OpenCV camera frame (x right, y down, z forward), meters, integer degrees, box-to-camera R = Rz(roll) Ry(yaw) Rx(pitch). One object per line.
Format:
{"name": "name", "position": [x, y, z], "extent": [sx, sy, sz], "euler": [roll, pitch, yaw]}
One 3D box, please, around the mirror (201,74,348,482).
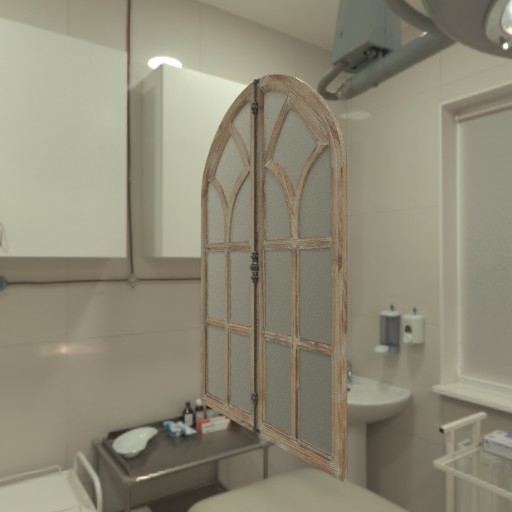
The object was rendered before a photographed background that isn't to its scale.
{"name": "mirror", "position": [0.000, 0.000, 1.148], "extent": [0.032, 0.915, 0.609], "euler": [0, -1, -35]}
